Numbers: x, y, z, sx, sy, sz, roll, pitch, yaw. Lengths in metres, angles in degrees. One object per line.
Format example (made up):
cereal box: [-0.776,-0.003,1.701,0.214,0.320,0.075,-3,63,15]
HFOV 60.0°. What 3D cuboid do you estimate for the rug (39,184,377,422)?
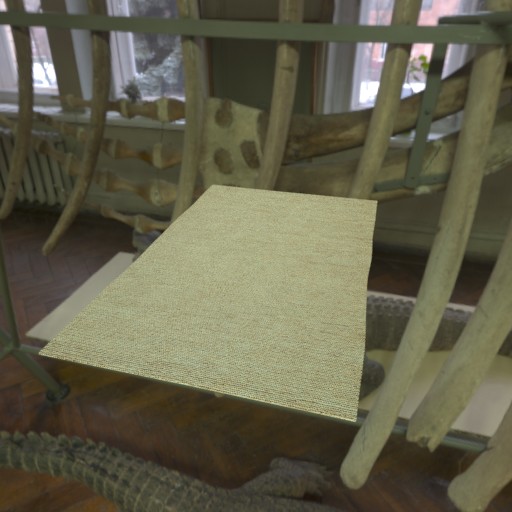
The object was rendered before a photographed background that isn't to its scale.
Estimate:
rug: [0.000,0.000,3.004,1.533,0.011,2.439,8,30,13]
